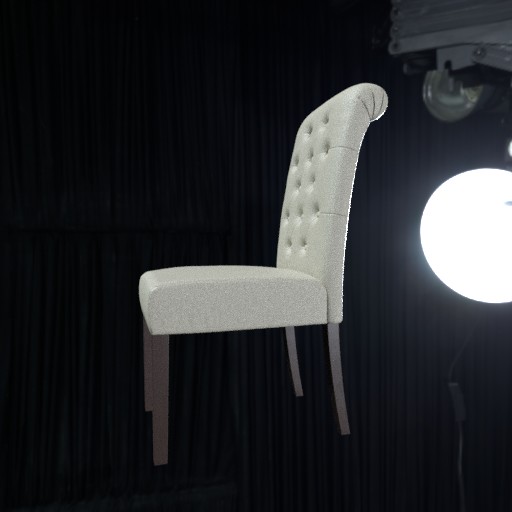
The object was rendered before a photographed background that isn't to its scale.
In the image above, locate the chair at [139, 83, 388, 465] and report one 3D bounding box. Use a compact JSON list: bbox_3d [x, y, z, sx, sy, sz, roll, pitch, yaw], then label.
[{"bbox_3d":[0.000,0.000,1.352,0.671,1.006,0.456,0,2,-17],"label":"chair"}]
